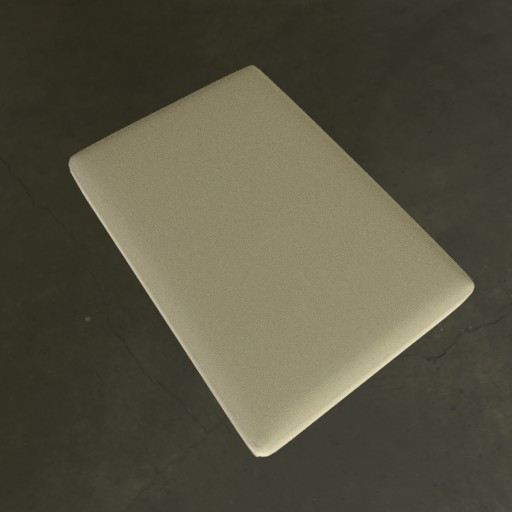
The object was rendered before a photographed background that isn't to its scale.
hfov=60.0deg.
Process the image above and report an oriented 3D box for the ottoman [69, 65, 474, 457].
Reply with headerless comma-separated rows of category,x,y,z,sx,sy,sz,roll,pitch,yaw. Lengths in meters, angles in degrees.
ottoman,0.000,0.000,1.190,0.581,0.497,0.835,-33,69,-15
